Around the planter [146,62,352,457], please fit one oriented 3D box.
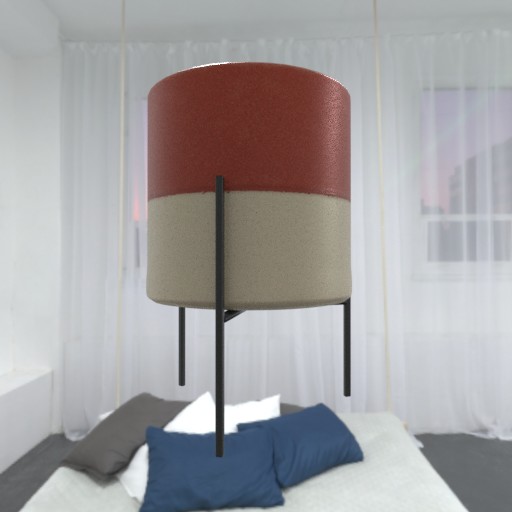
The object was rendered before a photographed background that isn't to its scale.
[{"bbox_3d":[0.000,0.000,0.521,0.251,0.354,0.235,0,0,-18],"label":"planter"}]
